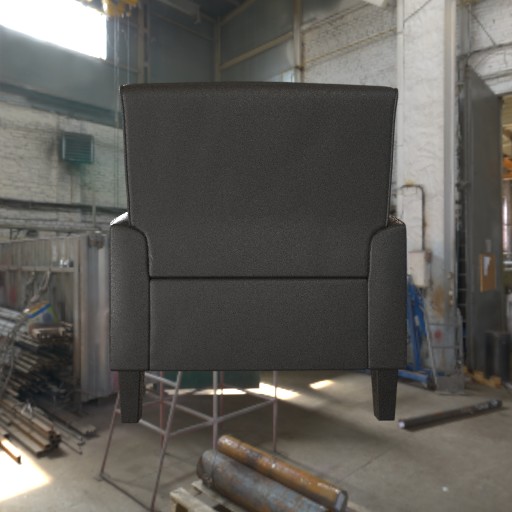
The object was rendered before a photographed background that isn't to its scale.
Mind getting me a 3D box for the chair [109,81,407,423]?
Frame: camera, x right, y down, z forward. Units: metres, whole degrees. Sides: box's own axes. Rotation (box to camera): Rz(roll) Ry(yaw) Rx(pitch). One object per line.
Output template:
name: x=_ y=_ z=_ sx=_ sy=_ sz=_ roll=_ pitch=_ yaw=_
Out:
chair: x=0.000 y=0.000 z=1.552 sx=0.820 sy=0.916 sz=0.819 roll=0 pitch=-1 yaw=-1
